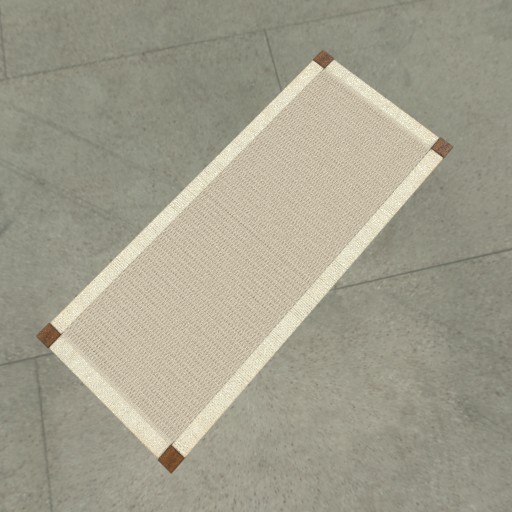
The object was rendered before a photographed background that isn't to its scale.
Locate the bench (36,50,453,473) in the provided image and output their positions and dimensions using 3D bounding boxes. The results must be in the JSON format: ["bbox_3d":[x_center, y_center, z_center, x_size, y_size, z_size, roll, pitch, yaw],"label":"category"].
[{"bbox_3d":[0.000,0.000,1.471,0.507,0.457,1.198,41,79,9],"label":"bench"}]
